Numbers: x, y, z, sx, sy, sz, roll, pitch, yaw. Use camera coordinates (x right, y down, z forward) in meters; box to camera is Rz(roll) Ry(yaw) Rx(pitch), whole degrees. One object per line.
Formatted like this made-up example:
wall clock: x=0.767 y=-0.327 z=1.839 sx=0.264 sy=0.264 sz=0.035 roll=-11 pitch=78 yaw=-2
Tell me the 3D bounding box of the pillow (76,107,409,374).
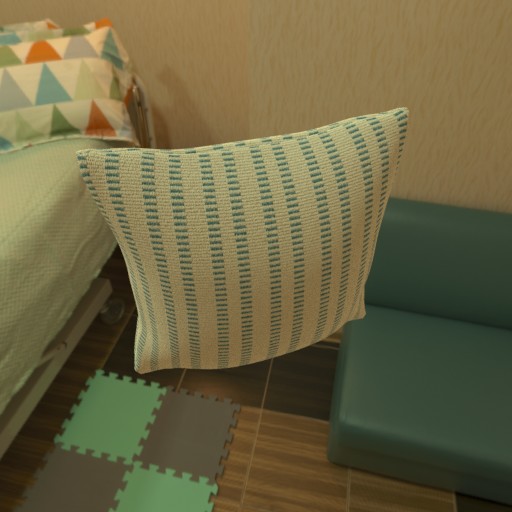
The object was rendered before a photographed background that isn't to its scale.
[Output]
pillow: x=0.000 y=0.000 z=0.684 sx=0.438 sy=0.419 sz=0.247 roll=-11 pitch=42 yaw=-13
